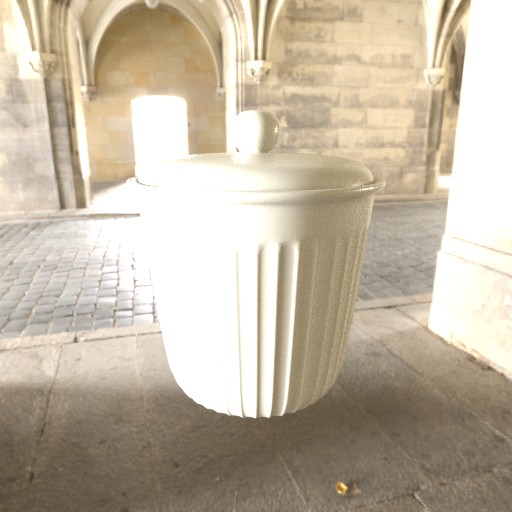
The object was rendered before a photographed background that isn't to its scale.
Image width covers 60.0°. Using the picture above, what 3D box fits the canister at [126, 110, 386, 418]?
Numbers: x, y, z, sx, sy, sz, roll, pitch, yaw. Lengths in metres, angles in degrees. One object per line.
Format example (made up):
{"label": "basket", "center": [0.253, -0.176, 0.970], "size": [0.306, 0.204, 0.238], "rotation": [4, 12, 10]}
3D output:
{"label": "canister", "center": [0.000, 0.000, 0.336], "size": [0.181, 0.211, 0.181], "rotation": [0, 15, 0]}
